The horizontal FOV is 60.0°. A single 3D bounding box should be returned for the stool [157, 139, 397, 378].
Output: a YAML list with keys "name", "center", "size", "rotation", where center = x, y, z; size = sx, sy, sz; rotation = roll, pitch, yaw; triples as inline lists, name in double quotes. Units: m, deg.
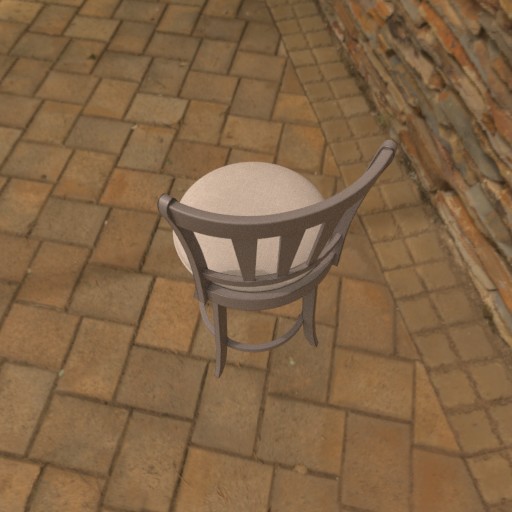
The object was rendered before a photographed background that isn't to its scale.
- name: "stool"
  center: [0.000, 0.000, 1.258]
  size: [0.436, 1.023, 0.475]
  rotation: [-15, 60, -9]
